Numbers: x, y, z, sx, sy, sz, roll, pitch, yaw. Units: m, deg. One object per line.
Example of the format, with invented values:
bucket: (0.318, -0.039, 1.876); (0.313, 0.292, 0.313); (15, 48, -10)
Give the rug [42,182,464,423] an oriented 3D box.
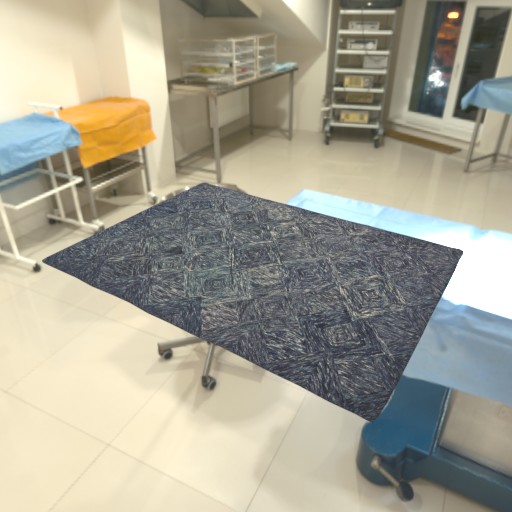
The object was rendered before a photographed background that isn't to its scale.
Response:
rug: (0.000, 0.000, 4.173); (3.245, 0.024, 2.385); (19, 36, 28)
